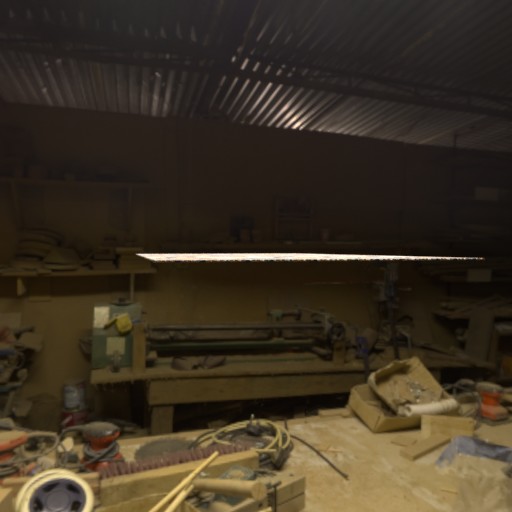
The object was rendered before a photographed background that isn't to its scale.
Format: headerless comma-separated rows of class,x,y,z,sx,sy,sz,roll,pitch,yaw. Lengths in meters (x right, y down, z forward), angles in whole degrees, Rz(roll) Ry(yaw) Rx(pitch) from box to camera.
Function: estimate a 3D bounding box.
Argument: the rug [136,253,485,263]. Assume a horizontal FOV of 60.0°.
rug,0.000,0.000,3.021,1.533,0.010,2.428,0,1,-17
